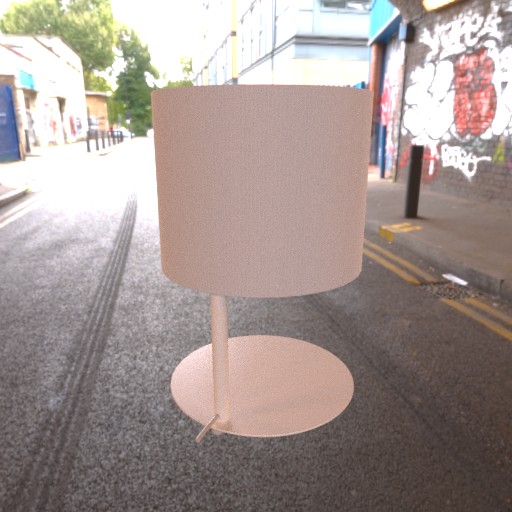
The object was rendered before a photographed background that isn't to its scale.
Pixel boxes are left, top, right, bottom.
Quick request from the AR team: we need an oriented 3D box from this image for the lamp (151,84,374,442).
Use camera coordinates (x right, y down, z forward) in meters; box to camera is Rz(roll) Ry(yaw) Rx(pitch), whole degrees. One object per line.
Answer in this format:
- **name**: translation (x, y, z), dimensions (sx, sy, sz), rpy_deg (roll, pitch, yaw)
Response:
- **lamp**: translation (0.000, 0.000, 0.658), dimensions (0.299, 0.454, 0.341), rpy_deg (8, 18, 26)
